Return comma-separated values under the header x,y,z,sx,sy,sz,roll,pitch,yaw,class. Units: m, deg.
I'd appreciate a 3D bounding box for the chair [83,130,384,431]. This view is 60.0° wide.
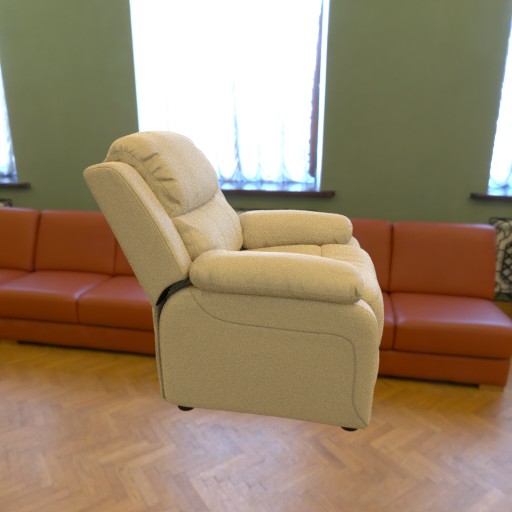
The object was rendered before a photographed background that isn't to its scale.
x,y,z,sx,sy,sz,roll,pitch,yaw,class
0.000,0.000,1.289,0.709,0.702,0.680,3,17,9,chair
